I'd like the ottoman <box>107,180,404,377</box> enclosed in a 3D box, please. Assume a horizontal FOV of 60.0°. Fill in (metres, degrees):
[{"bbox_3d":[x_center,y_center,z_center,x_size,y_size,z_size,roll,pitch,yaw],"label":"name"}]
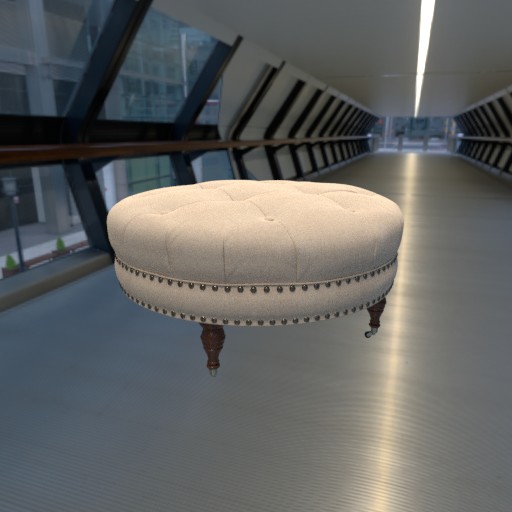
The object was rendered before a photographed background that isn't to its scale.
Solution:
[{"bbox_3d":[0.000,0.000,1.507,0.940,0.483,0.940,0,16,0],"label":"ottoman"}]
